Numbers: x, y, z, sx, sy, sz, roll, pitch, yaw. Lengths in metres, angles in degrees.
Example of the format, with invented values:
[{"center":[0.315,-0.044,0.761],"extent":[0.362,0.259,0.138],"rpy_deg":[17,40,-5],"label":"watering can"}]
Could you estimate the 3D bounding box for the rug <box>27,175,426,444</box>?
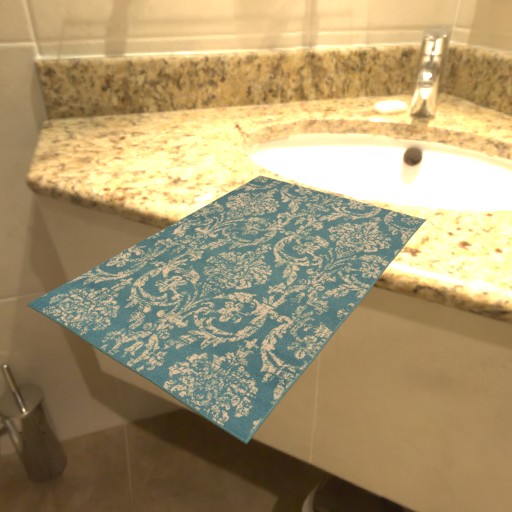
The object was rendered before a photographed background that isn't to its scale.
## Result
[{"center":[0.000,0.000,2.317],"extent":[1.211,0.012,1.833],"rpy_deg":[21,38,29],"label":"rug"}]
